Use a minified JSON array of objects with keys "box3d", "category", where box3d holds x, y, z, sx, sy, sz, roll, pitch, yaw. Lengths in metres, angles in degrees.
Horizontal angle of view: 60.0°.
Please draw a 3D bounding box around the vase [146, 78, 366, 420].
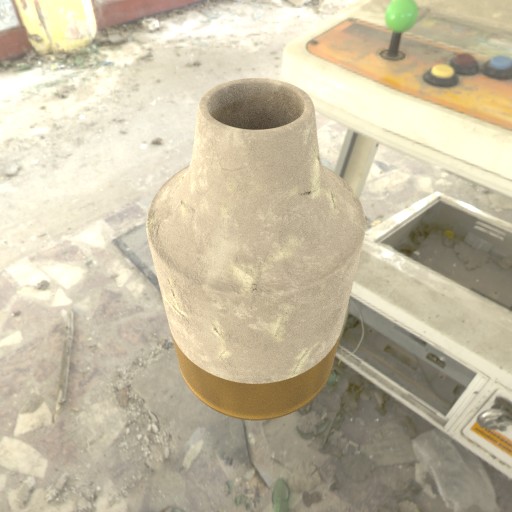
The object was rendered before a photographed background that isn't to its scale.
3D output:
[{"box3d":[0.000,0.000,0.414,0.184,0.305,0.184,0,47,0],"category":"vase"}]
